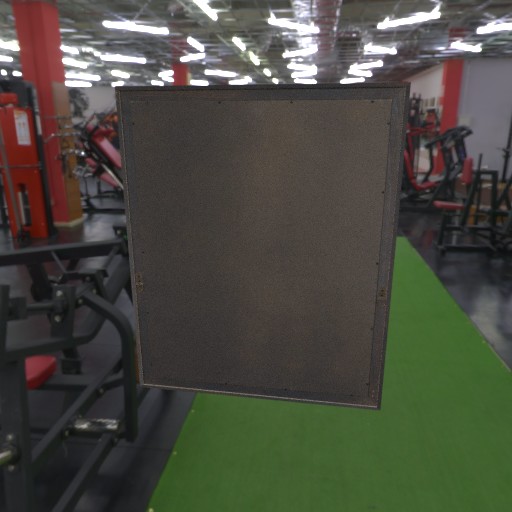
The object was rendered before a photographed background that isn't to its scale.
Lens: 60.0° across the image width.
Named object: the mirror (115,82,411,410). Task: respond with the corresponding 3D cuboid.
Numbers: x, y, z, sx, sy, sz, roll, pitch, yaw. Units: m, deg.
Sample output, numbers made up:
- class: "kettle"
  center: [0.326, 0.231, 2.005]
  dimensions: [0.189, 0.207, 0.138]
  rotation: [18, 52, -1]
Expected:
- class: "mirror"
  center: [0.000, 0.000, 1.220]
  dimensions: [0.730, 0.882, 0.032]
  rotation: [3, 17, 9]
